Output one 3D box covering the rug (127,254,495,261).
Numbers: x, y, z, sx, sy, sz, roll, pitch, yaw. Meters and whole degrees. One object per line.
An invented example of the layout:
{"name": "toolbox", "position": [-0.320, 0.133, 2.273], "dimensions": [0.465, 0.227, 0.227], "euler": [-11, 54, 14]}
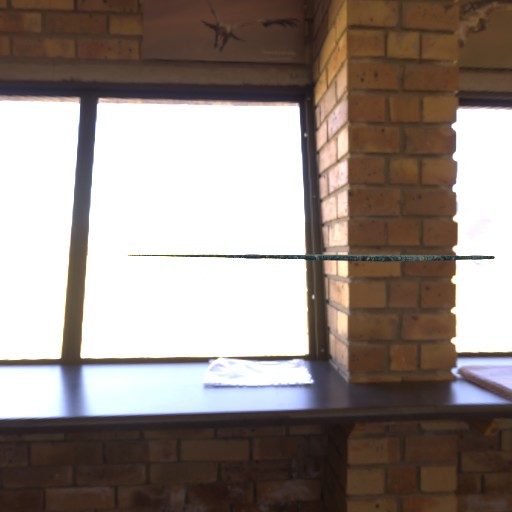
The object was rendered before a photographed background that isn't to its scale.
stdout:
{"name": "rug", "position": [0.000, 0.000, 2.466], "dimensions": [0.676, 0.016, 2.286], "euler": [0, 1, -35]}
